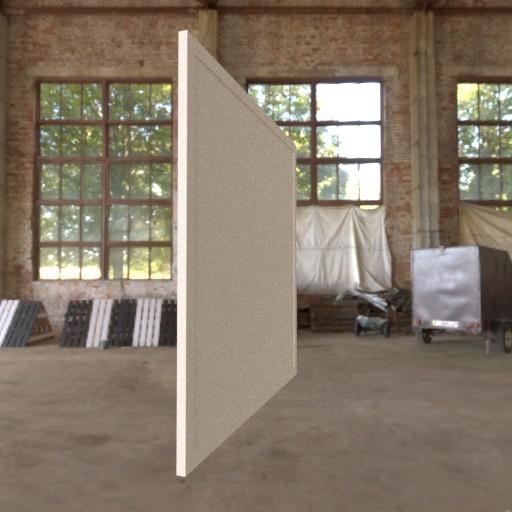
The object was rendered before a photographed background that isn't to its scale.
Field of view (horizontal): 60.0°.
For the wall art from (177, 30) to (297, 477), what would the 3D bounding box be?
[{"bbox_3d":[0.000,0.000,0.968,0.015,0.660,0.660,-1,-2,19],"label":"wall art"}]
